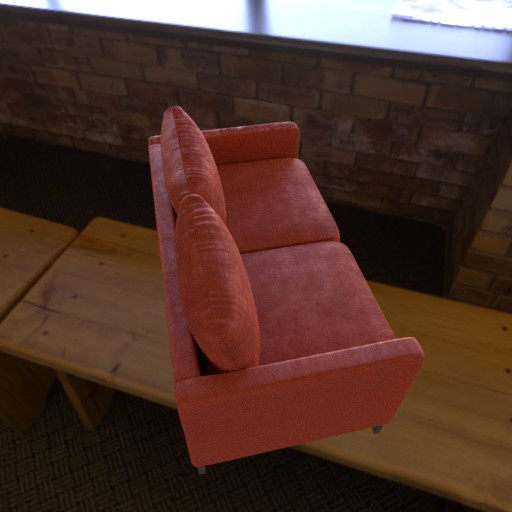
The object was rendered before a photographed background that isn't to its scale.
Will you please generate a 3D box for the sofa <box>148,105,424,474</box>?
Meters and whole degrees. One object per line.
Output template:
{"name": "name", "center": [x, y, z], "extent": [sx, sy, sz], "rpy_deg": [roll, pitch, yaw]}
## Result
{"name": "sofa", "center": [0.000, 0.000, 2.091], "extent": [0.864, 0.896, 1.574], "rpy_deg": [-9, 46, -9]}
